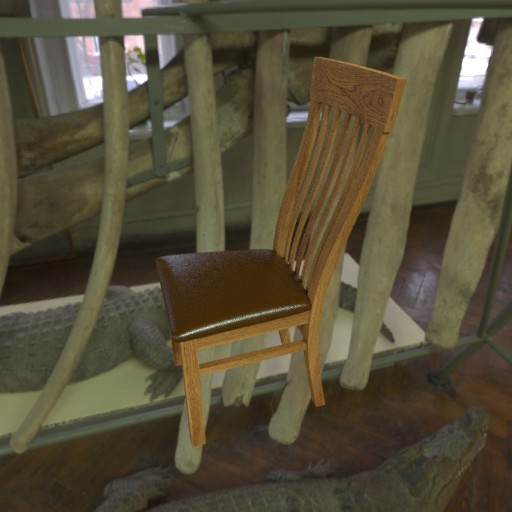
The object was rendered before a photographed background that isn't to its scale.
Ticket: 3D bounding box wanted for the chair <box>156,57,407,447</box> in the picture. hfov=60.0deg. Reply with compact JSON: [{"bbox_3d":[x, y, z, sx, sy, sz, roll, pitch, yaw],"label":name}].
[{"bbox_3d":[0.000,0.000,1.347,0.580,1.050,0.450,-9,31,-15],"label":"chair"}]
